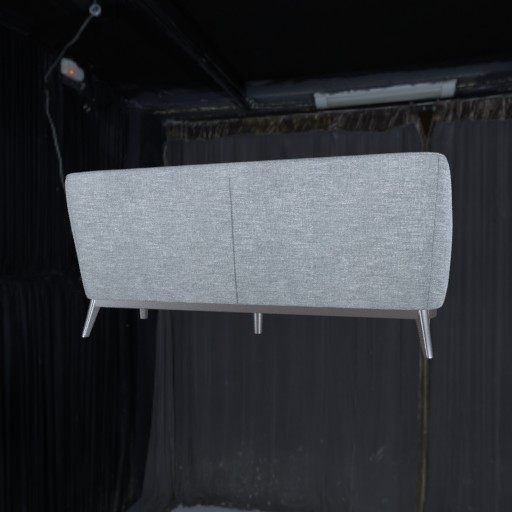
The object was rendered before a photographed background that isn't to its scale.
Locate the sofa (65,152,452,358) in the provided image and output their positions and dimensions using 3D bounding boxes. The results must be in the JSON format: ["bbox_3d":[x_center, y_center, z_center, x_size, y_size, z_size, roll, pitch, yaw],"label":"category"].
[{"bbox_3d":[0.000,0.000,2.334,1.928,0.829,0.867,0,0,16],"label":"sofa"}]
